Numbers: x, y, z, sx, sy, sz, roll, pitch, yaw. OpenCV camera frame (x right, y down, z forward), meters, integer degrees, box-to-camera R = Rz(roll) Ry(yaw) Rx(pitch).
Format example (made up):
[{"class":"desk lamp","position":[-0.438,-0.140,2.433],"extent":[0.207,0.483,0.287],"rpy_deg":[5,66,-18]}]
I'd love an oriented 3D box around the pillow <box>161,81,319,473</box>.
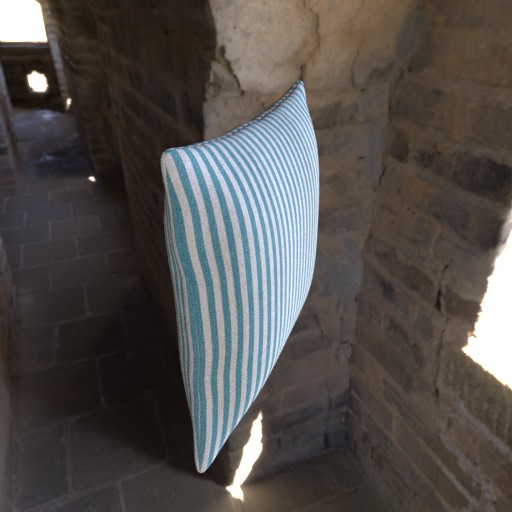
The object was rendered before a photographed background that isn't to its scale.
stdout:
[{"class":"pillow","position":[0.000,0.000,0.779],"extent":[0.166,0.510,0.523],"rpy_deg":[10,31,18]}]
